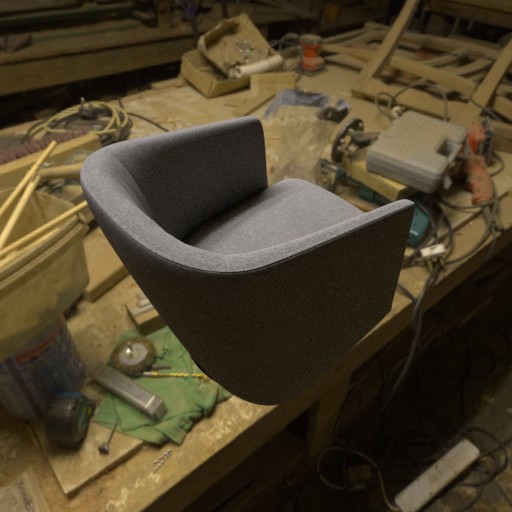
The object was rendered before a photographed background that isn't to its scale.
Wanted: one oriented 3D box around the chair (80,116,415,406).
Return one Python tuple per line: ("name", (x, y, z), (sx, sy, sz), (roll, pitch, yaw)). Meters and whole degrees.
("chair", (0.000, 0.000, 1.613), (0.986, 0.861, 0.822), (-28, 48, -28))
